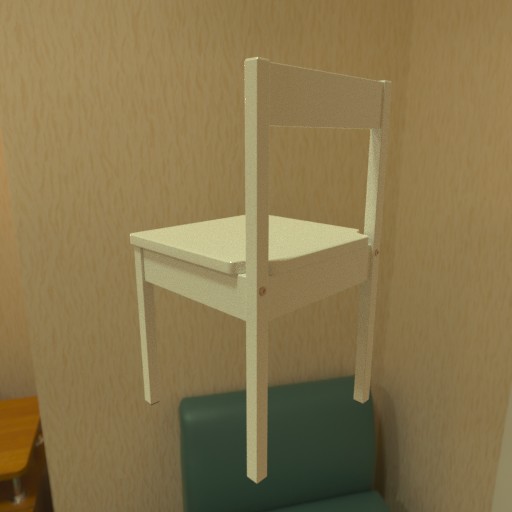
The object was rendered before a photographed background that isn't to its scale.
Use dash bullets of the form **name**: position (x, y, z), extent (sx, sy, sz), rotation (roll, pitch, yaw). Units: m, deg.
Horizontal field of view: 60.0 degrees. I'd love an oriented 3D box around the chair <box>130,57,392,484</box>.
- **chair**: position (0.000, 0.000, 0.904), extent (0.361, 0.668, 0.367), rotation (14, 20, 43)
